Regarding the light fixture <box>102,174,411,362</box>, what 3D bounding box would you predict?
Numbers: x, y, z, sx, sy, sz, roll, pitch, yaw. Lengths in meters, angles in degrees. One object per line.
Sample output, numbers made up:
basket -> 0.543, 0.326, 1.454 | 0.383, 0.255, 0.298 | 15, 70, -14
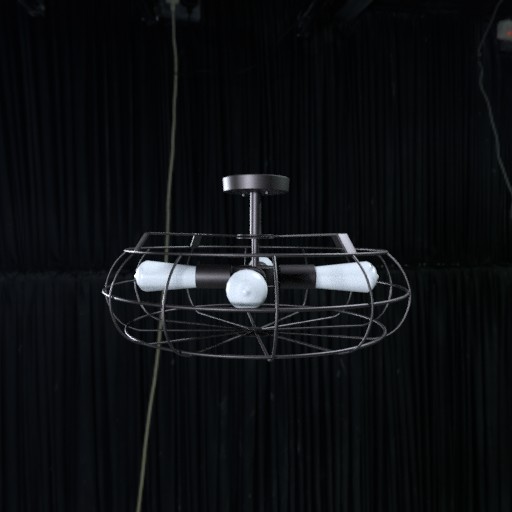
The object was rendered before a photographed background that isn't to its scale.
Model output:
light fixture -> 0.000, 0.000, 0.888 | 0.582, 0.311, 0.582 | 0, 1, 0
